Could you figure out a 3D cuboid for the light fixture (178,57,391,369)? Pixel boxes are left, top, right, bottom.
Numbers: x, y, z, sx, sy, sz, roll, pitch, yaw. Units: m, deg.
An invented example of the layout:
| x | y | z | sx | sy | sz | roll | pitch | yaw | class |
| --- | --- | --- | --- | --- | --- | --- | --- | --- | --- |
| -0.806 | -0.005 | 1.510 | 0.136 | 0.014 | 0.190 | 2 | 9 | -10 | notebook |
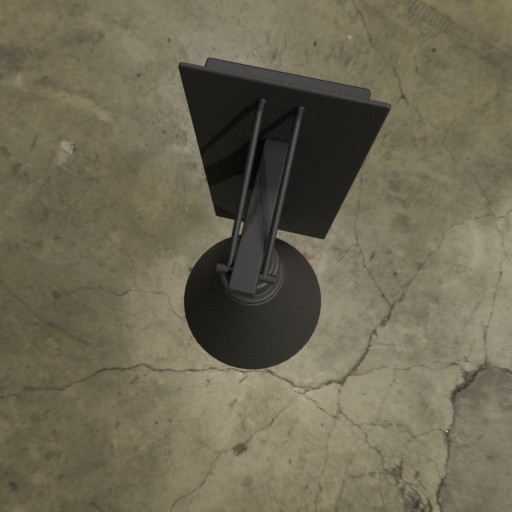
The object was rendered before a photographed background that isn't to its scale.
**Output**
| x | y | z | sx | sy | sz | roll | pitch | yaw | class |
| --- | --- | --- | --- | --- | --- | --- | --- | --- | --- |
| 0.000 | 0.000 | 0.420 | 0.170 | 0.298 | 0.207 | 13 | 76 | 3 | light fixture |
